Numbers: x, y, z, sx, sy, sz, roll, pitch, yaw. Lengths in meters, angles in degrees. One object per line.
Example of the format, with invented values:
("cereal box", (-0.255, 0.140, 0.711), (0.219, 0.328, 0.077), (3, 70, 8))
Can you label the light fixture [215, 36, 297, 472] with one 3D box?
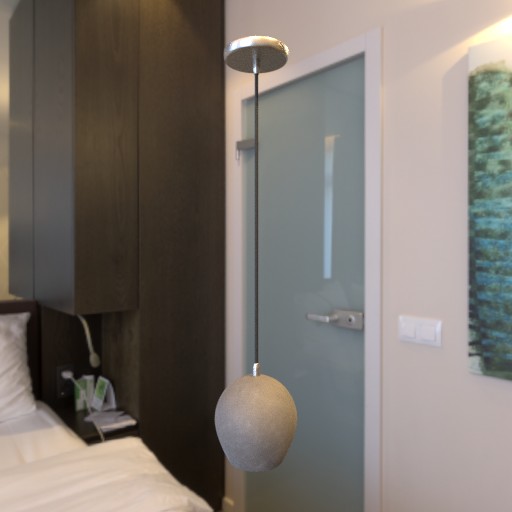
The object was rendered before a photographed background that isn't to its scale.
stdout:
("light fixture", (0.000, 0.000, 0.826), (0.153, 0.760, 0.153), (0, 1, 19))
